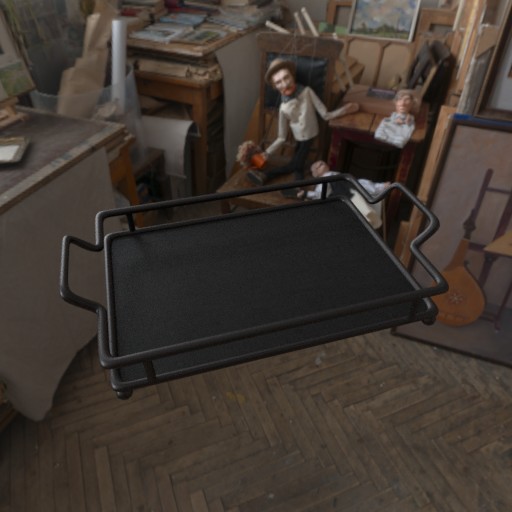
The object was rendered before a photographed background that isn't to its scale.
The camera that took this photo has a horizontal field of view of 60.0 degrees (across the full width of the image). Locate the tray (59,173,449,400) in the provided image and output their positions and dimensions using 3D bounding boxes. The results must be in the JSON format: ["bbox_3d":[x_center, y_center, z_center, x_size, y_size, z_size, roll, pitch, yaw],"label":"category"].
[{"bbox_3d":[0.000,0.000,0.620,0.495,0.101,0.297,-11,42,-12],"label":"tray"}]
